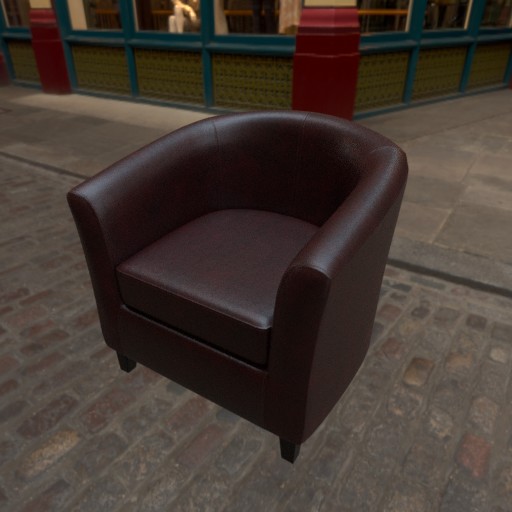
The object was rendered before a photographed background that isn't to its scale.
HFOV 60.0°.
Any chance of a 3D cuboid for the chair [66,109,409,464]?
[{"bbox_3d":[0.000,0.000,1.386,0.792,0.756,0.727,18,35,28],"label":"chair"}]
